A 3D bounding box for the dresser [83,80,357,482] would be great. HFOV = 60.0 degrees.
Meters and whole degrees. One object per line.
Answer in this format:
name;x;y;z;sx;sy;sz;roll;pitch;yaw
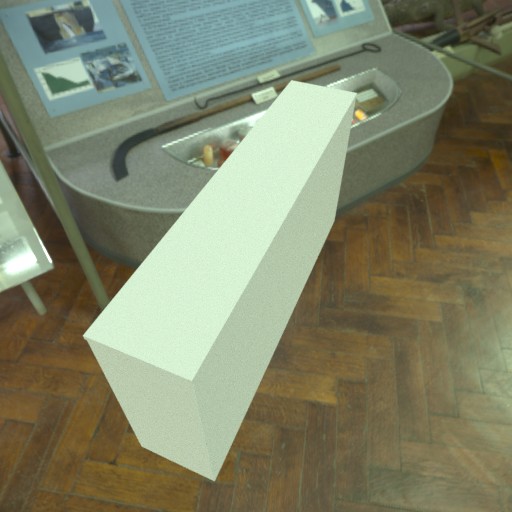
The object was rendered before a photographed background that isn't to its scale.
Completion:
dresser;0.000;0.000;1.859;0.333;0.790;1.535;18;49;16
